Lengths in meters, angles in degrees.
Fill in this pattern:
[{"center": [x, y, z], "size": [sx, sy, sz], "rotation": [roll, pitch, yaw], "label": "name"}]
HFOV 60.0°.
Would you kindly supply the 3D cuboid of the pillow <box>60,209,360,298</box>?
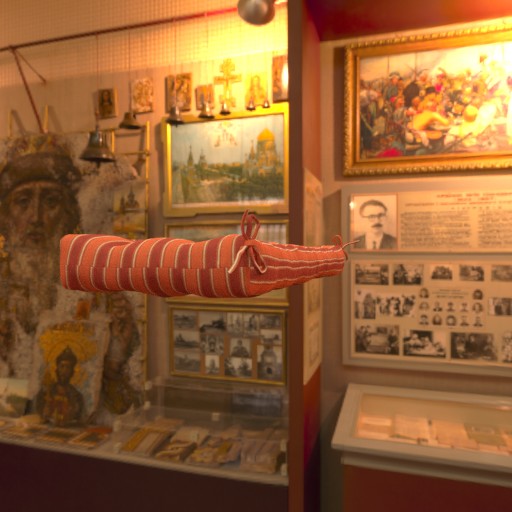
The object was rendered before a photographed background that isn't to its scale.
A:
[{"center": [0.000, 0.000, 1.360], "size": [0.511, 0.174, 1.194], "rotation": [0, 0, 19], "label": "pillow"}]
